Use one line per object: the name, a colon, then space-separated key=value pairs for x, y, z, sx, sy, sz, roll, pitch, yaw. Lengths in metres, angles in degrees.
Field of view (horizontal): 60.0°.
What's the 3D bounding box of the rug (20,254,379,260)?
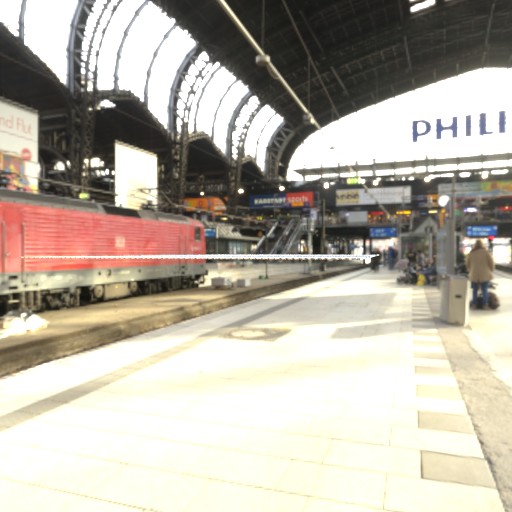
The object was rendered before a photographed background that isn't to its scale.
rug: x=0.000 y=0.000 z=2.971 sx=1.532 sy=0.010 sz=2.441 roll=0 pitch=1 yaw=17
